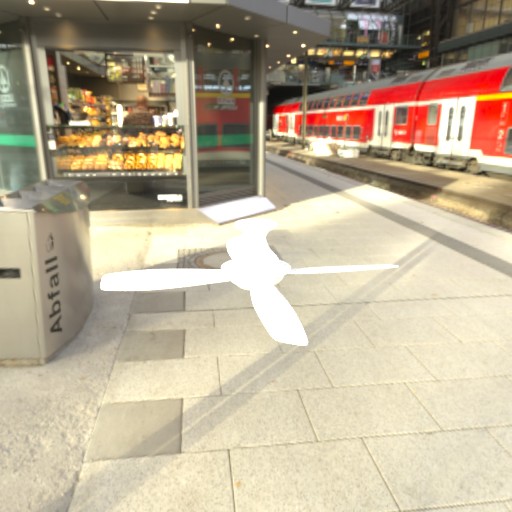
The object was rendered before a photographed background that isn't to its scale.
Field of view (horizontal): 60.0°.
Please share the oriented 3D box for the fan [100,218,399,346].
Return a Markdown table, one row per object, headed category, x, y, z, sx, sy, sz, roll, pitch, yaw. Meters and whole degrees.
| category | x | y | z | sx | sy | sz | roll | pitch | yaw |
| --- | --- | --- | --- | --- | --- | --- | --- | --- | --- |
| fan | 0.000 | 0.000 | 2.495 | 1.693 | 0.382 | 1.694 | -3 | 17 | -9 |
